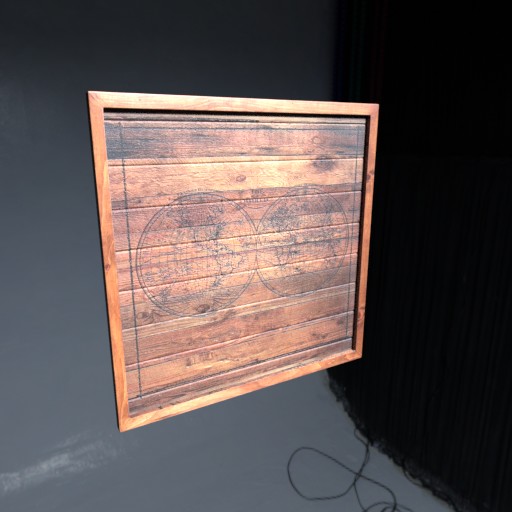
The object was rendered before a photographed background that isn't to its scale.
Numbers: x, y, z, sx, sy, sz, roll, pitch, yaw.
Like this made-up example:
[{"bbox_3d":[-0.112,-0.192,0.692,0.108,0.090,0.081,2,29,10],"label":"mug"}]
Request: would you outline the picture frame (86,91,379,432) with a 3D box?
[{"bbox_3d":[0.000,0.000,1.222,0.810,0.817,0.029,-8,17,-28],"label":"picture frame"}]
